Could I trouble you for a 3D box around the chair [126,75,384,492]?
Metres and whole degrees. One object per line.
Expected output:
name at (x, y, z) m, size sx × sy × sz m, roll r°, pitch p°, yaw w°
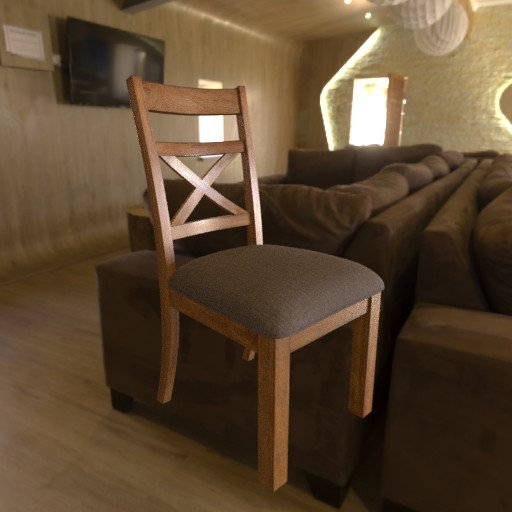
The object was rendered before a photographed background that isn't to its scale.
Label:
chair at (0.000, 0.000, 1.238) m, size 0.581 × 0.949 × 0.470 m, roll 15°, pitch 21°, yaw 42°
